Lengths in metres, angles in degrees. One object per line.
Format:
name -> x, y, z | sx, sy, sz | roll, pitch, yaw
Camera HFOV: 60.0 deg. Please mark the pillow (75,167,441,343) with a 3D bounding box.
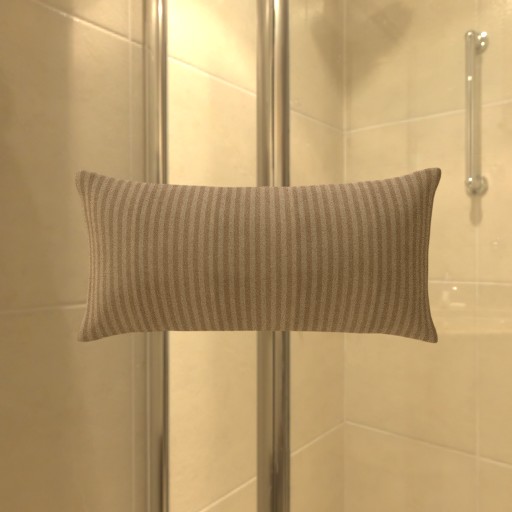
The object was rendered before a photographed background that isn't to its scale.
pillow -> 0.000, 0.000, 0.748 | 0.617, 0.295, 0.151 | 0, 0, 2
